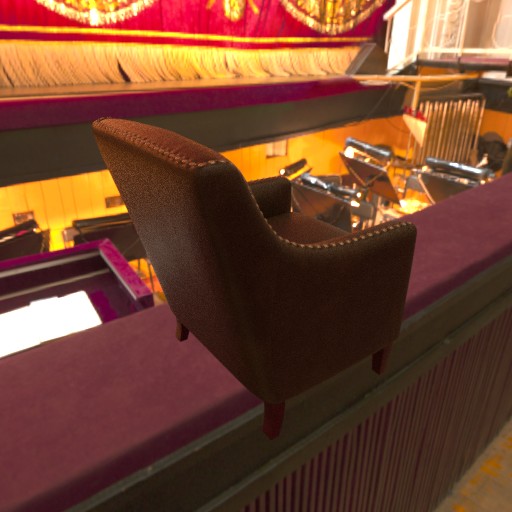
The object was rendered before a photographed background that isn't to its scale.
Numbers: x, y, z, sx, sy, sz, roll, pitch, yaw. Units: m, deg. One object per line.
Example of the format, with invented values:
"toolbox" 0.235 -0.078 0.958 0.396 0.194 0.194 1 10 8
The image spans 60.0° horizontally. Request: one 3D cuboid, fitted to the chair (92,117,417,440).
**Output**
"chair" 0.000 0.000 1.343 0.704 0.813 0.639 -18 31 -32
